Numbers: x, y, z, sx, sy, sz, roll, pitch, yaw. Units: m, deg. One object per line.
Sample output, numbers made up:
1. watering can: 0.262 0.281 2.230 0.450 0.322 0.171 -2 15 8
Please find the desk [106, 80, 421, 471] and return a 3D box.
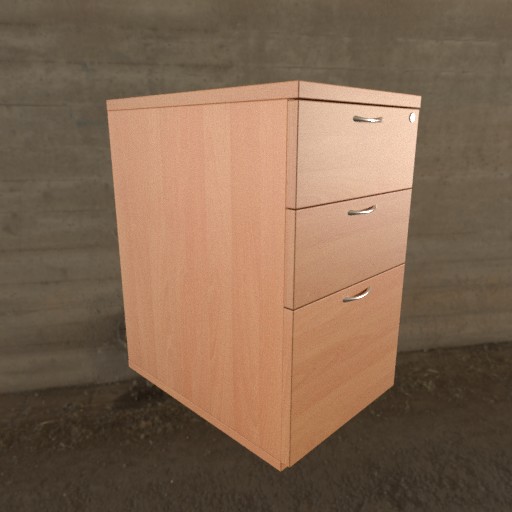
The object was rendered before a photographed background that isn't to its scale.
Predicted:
1. desk: 0.000 0.000 1.083 0.600 0.730 0.404 15 21 43
